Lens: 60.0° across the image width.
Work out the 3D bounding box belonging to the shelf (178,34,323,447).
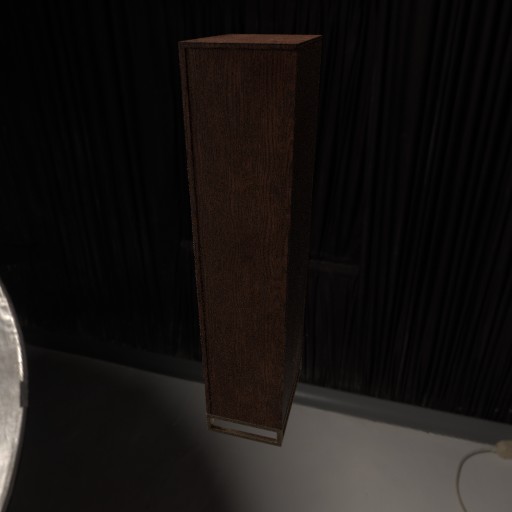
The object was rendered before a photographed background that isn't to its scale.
[{"bbox_3d":[0.000,0.000,1.960,0.395,1.732,0.539,7,30,13],"label":"shelf"}]
